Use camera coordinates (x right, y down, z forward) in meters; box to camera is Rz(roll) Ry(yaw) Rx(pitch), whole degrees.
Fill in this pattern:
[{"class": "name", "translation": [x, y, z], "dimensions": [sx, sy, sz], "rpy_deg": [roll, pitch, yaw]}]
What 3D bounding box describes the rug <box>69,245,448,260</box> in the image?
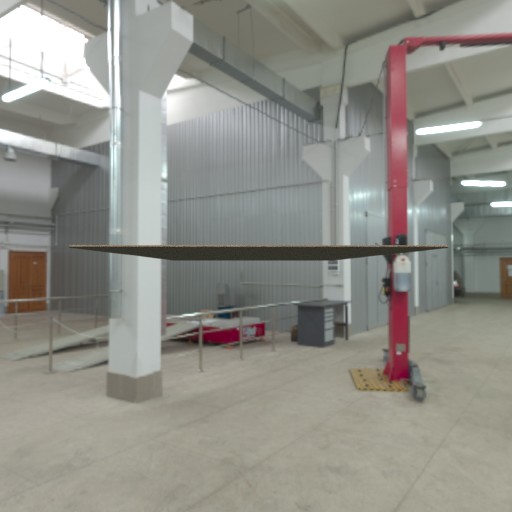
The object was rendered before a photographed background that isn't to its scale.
[{"class": "rug", "translation": [0.000, 0.000, 2.979], "dimensions": [1.526, 0.011, 2.435], "rpy_deg": [0, -2, -1]}]
